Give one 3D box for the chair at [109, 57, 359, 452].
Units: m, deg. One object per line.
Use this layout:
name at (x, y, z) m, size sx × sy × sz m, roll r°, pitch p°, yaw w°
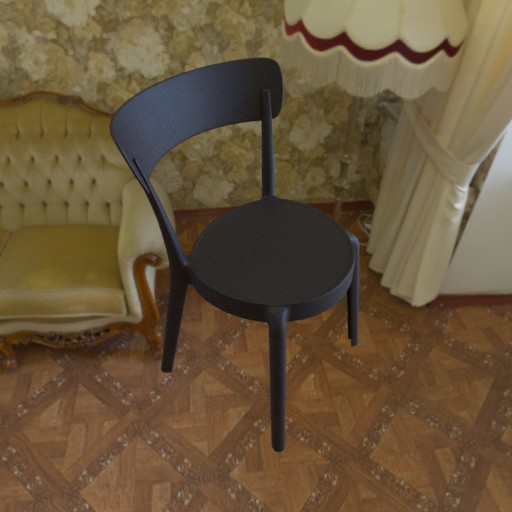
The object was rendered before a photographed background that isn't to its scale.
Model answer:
chair at (0.000, 0.000, 1.122) m, size 0.491 × 0.790 × 0.506 m, roll 26°, pitch 48°, yaw 26°
